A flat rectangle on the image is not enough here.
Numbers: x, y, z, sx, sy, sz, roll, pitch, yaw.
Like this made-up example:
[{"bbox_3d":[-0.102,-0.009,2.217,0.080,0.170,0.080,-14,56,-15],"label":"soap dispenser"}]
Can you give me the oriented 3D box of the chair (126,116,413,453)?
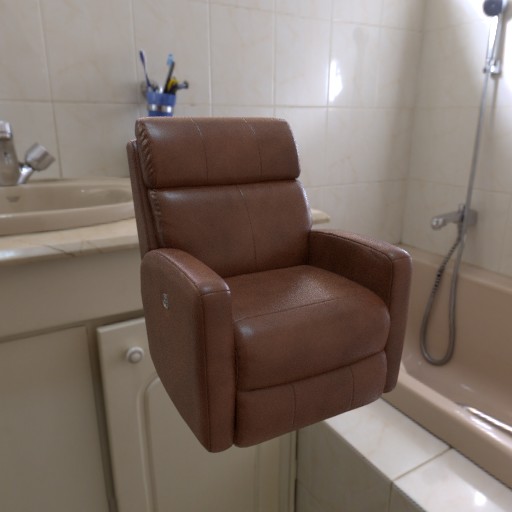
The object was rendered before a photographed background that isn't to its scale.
[{"bbox_3d":[0.000,0.000,1.684,0.787,1.016,0.939,-8,19,-26],"label":"chair"}]
